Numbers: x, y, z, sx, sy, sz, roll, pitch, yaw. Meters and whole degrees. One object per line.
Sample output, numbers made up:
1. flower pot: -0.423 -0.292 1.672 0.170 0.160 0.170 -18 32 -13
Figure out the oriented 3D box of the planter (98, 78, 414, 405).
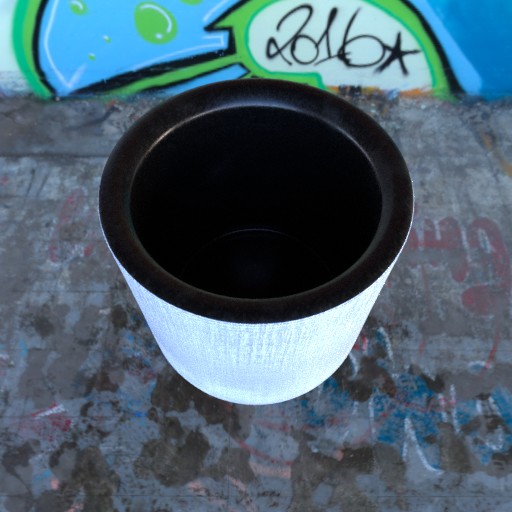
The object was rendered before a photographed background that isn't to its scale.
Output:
1. planter: 0.000 0.000 0.288 0.160 0.156 0.160 0 59 0
